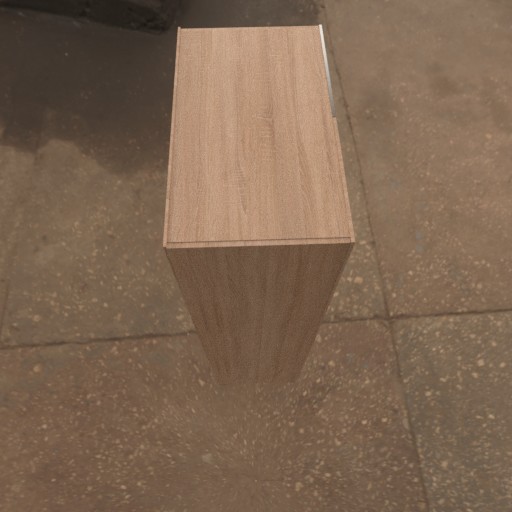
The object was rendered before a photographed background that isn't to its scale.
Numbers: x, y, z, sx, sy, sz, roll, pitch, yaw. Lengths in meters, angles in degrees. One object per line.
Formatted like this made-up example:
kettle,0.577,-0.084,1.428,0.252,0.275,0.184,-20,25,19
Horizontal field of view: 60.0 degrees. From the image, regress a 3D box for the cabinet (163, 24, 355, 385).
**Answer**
cabinet,0.000,0.000,2.497,0.590,2.121,1.001,-2,63,-1
